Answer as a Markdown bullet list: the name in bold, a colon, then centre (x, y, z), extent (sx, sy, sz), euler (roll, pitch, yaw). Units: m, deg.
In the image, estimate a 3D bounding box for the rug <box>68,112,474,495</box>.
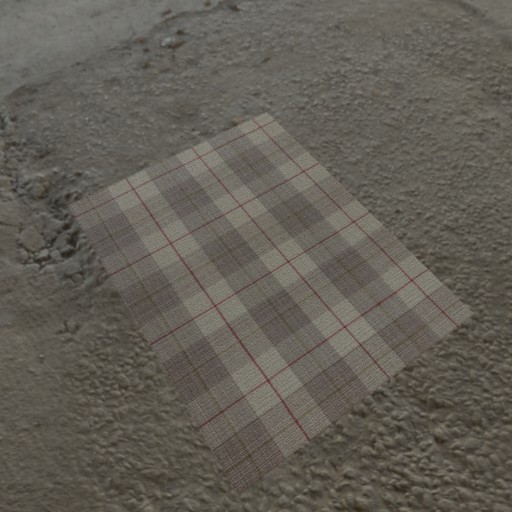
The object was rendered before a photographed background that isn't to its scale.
- **rug**: centre (0.000, 0.000, 3.940), extent (2.317, 0.016, 2.959), euler (-30, 63, -17)
